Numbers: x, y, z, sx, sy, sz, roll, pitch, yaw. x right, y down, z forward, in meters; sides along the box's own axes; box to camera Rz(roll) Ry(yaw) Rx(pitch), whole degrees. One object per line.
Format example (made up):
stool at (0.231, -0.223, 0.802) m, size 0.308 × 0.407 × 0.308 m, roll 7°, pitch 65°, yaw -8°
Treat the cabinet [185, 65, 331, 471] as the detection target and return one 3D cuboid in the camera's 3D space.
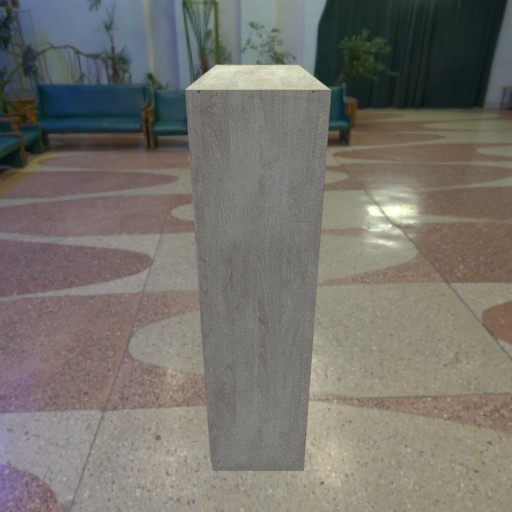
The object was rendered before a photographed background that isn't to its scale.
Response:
cabinet at (0.000, 0.000, 2.504) m, size 0.510 × 1.910 × 1.290 m, roll 0°, pitch 27°, yaw 0°
